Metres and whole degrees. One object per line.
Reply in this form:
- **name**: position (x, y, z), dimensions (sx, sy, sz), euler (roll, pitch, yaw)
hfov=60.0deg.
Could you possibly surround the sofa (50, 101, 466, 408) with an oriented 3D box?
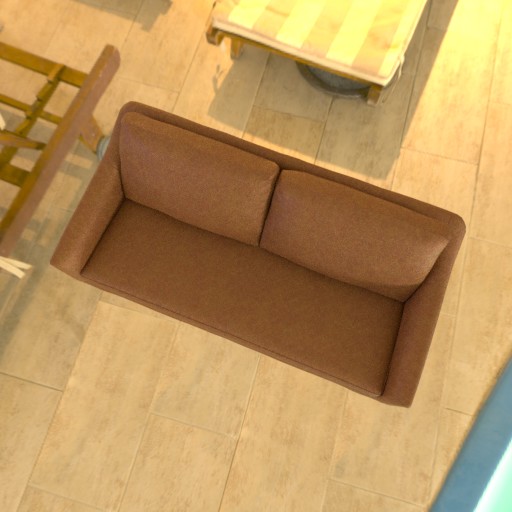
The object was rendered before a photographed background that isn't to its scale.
- **sofa**: position (0.000, 0.000, 2.523), dimensions (2.036, 0.945, 0.981), euler (21, 75, 6)
